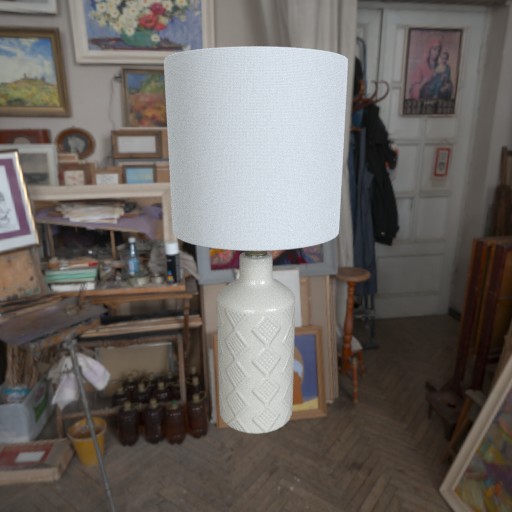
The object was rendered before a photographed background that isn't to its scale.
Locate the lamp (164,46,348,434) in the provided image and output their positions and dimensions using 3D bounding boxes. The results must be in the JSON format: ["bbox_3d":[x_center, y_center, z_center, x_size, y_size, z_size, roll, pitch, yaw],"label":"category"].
[{"bbox_3d":[0.000,0.000,0.570,0.207,0.461,0.207,15,22,41],"label":"lamp"}]
